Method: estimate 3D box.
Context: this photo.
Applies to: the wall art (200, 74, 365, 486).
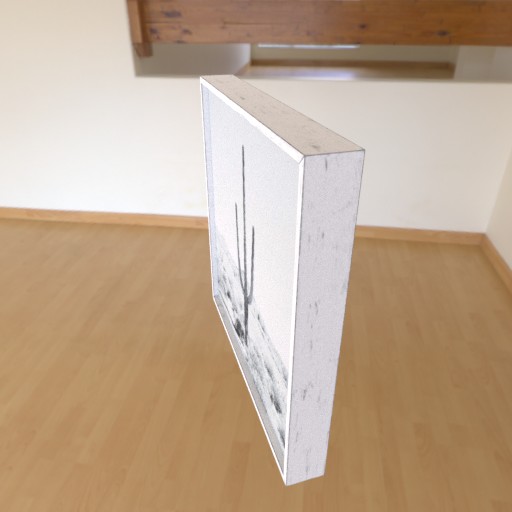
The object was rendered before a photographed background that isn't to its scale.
[{"bbox_3d":[0.000,0.000,0.453,0.038,0.305,0.305,-9,31,-15],"label":"wall art"}]
